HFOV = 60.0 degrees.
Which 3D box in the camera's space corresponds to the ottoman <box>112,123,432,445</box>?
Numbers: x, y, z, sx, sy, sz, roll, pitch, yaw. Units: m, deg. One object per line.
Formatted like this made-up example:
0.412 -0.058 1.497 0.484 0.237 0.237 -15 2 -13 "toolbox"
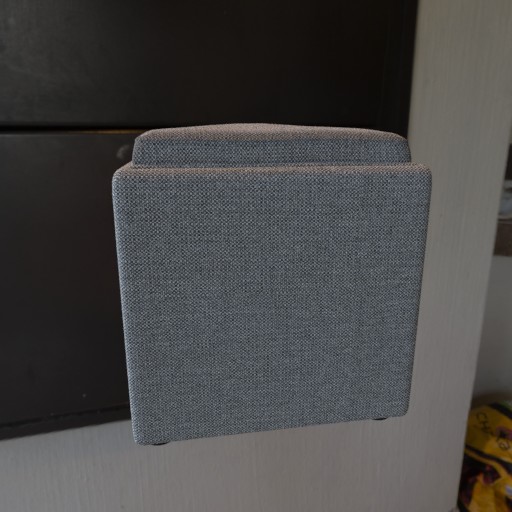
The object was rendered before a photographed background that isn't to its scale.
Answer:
0.000 0.000 0.853 0.454 0.487 0.436 -3 16 -9 "ottoman"
